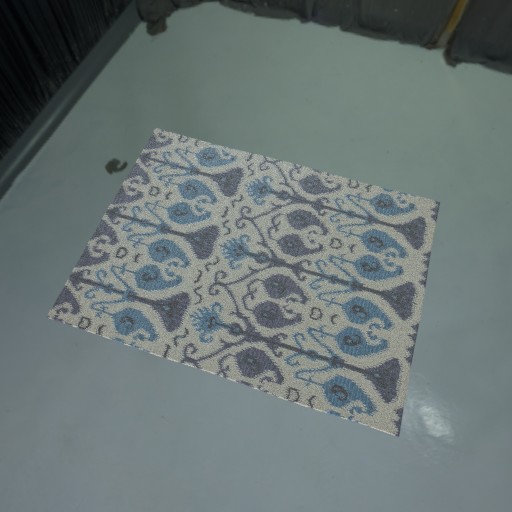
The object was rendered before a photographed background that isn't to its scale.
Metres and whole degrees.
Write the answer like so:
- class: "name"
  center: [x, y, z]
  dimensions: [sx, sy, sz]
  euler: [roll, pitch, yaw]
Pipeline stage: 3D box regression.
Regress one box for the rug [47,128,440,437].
- class: "rug"
  center: [0.000, 0.000, 3.016]
  dimensions: [2.261, 0.013, 1.676]
  euler: [17, 64, 8]
